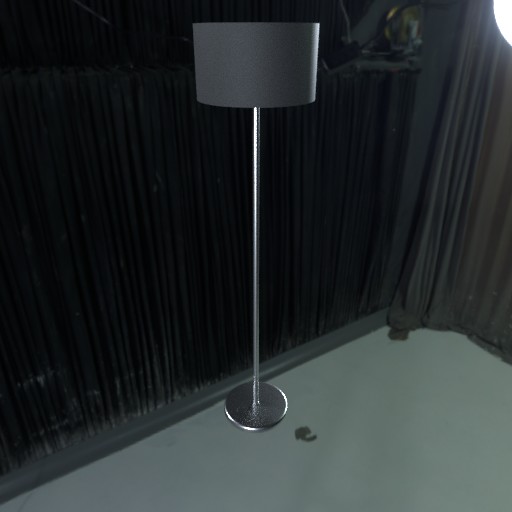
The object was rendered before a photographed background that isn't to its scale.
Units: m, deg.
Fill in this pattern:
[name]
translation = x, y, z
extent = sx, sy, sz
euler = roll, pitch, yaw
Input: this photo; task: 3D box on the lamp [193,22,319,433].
[lamp]
translation = 0.000, 0.000, 1.554
extent = 0.348, 1.443, 0.348
euler = -18, 32, -32
